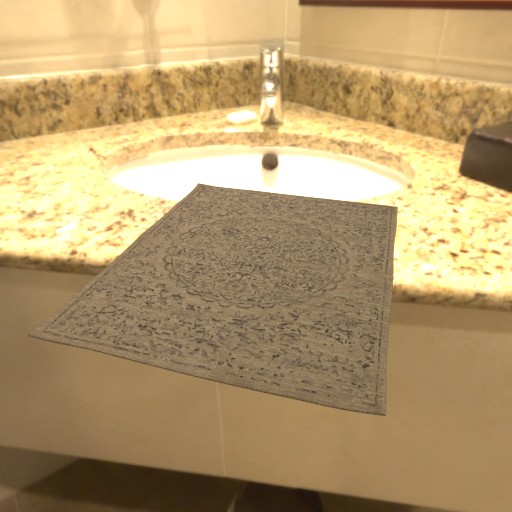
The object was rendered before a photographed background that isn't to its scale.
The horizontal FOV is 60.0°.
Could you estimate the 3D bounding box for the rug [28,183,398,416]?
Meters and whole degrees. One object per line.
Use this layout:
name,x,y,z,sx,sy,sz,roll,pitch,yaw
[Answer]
rug,0.000,0.000,3.899,2.343,0.026,2.925,9,32,14
